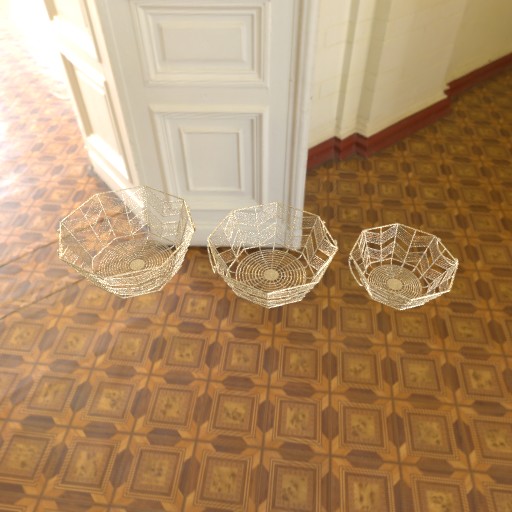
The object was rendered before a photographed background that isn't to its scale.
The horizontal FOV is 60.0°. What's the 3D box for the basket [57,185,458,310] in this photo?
[{"bbox_3d":[0.000,0.000,1.423,1.246,0.178,0.432,4,46,4],"label":"basket"}]
